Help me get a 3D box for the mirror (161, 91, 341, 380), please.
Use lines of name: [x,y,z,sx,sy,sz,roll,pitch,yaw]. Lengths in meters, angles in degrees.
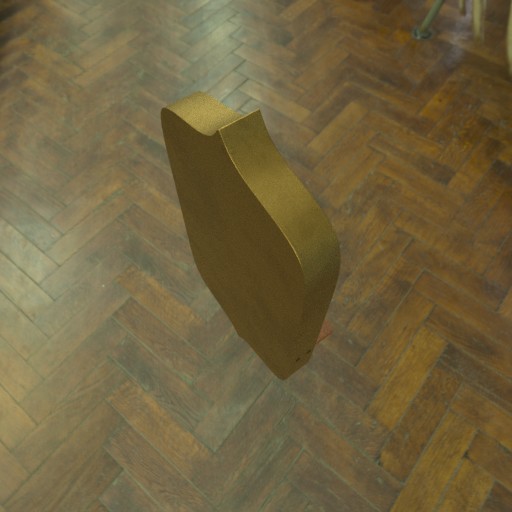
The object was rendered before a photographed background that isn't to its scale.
mirror: [0.000,0.000,0.732,0.096,0.613,0.323,-33,65,-17]
